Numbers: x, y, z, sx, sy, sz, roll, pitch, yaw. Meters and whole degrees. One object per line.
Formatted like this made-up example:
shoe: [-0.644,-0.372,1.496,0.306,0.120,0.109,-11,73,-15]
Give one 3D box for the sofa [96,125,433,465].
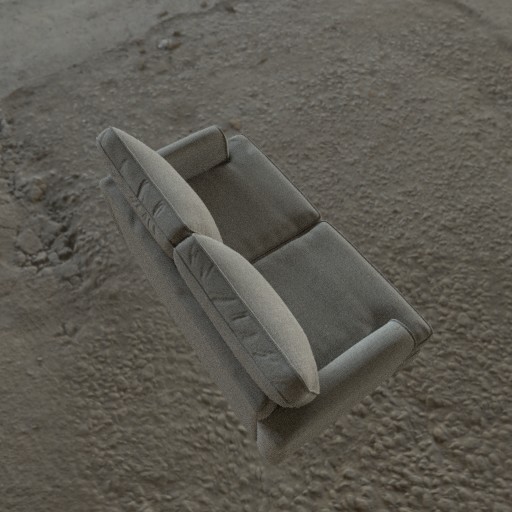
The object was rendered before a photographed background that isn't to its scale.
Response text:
sofa: [0.000,0.000,2.242,0.965,0.965,1.651,-31,63,-18]
